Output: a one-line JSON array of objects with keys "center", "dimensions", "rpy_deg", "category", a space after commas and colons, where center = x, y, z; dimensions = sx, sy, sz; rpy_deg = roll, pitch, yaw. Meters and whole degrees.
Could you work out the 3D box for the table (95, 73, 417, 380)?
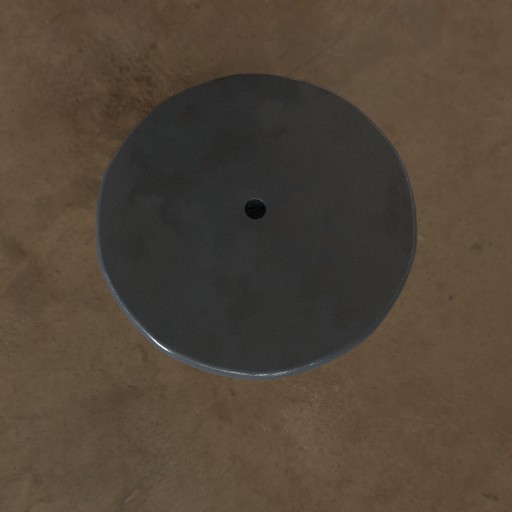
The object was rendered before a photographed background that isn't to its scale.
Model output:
[{"center": [0.000, 0.000, 0.657], "dimensions": [0.352, 0.387, 0.352], "rpy_deg": [0, 75, 0], "category": "table"}]
